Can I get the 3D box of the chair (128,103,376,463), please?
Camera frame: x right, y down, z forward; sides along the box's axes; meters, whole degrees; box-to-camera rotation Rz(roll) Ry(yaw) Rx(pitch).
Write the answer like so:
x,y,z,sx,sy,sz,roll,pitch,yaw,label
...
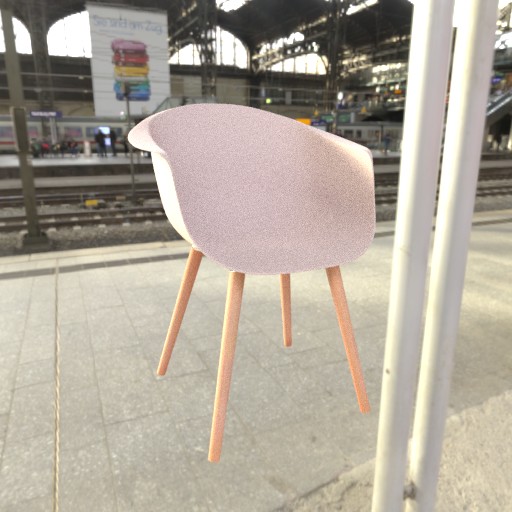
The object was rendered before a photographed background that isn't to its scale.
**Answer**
x,y,z,sx,sy,sz,roll,pitch,yaw,label
0.000,0.000,1.150,0.593,0.781,0.504,-7,16,-25,chair
